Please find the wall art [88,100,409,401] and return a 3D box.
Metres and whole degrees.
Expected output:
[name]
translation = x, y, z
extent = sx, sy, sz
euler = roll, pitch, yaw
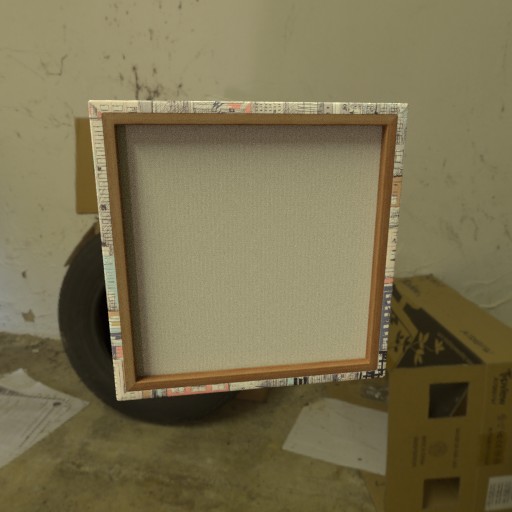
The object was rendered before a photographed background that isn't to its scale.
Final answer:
[wall art]
translation = 0.000, 0.000, 0.927
extent = 0.607, 0.608, 0.038
euler = -2, 16, -9
